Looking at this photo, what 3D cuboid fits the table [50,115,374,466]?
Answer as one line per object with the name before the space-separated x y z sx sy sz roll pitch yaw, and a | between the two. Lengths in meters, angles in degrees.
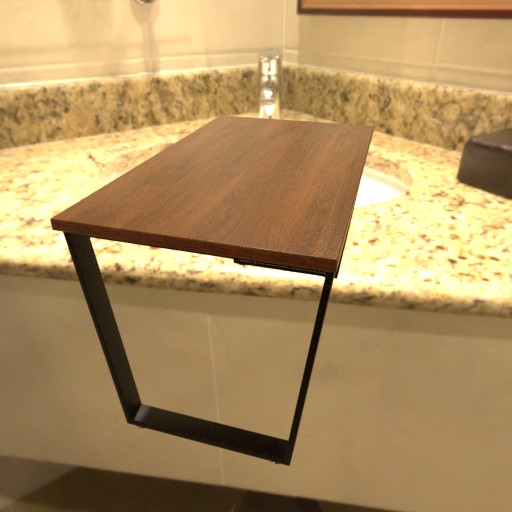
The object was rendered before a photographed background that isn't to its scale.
table | 0.000 0.000 1.703 0.714 0.760 1.205 8 31 14
